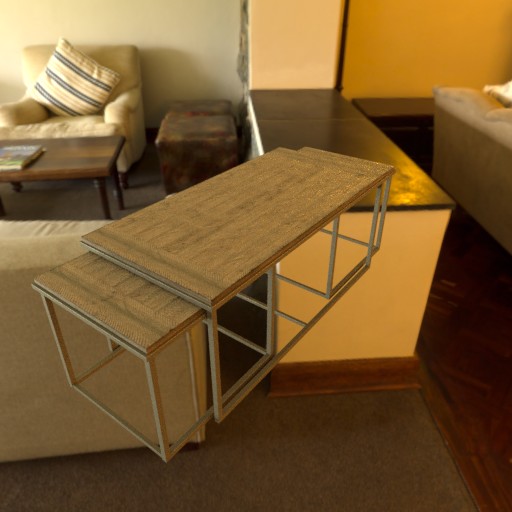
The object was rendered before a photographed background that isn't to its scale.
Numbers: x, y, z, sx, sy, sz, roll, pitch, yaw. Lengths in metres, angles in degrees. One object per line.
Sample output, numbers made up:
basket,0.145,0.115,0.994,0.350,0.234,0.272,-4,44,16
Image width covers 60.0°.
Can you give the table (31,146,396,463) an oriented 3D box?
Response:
table,0.000,0.000,1.536,0.489,0.427,1.312,22,38,31
